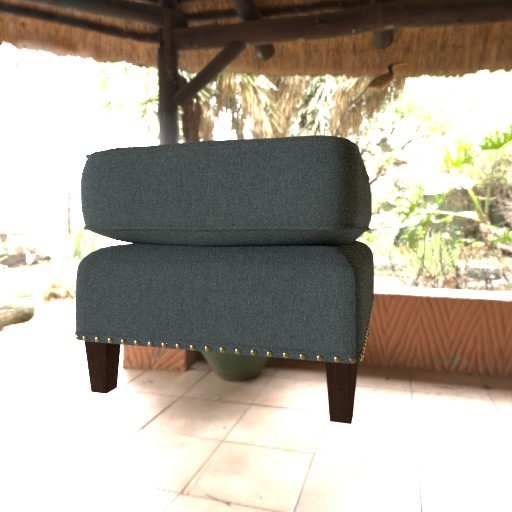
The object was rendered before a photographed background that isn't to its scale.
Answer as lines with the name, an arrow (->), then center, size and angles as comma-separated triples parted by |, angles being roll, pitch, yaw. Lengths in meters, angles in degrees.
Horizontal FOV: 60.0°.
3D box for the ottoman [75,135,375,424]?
ottoman -> 0.000, 0.000, 1.162 | 0.589, 0.537, 0.738 | 1, 4, 17
